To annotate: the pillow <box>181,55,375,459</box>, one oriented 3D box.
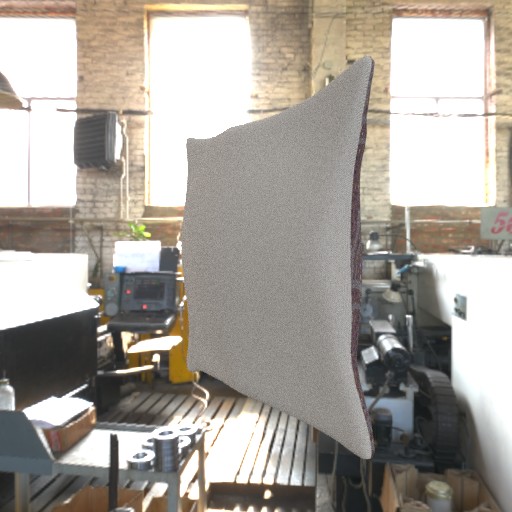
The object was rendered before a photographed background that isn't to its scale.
[{"bbox_3d":[0.000,0.000,0.767,0.163,0.513,0.514,0,1,-35],"label":"pillow"}]
